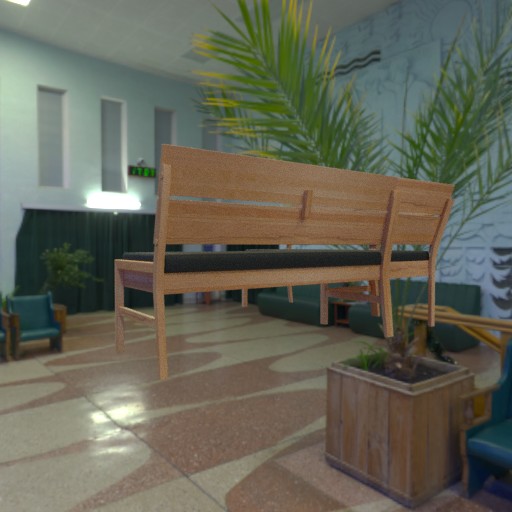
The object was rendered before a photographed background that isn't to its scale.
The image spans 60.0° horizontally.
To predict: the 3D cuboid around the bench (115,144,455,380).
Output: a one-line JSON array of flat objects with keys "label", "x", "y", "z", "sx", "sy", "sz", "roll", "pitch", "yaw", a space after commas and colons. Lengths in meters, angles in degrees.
[{"label": "bench", "x": 0.000, "y": 0.000, "z": 2.840, "sx": 1.948, "sy": 0.890, "sz": 1.548, "roll": -1, "pitch": 2, "yaw": -35}]
